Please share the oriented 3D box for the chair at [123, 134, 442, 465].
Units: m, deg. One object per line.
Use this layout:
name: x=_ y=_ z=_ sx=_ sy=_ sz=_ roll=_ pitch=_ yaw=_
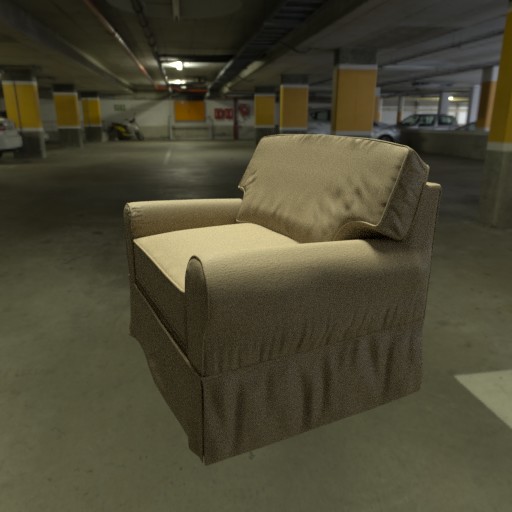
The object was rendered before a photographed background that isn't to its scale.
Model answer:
chair: x=0.000 y=0.000 z=1.788 sx=0.903 sy=0.937 sz=1.096 roll=-8 pitch=19 yaw=-26
